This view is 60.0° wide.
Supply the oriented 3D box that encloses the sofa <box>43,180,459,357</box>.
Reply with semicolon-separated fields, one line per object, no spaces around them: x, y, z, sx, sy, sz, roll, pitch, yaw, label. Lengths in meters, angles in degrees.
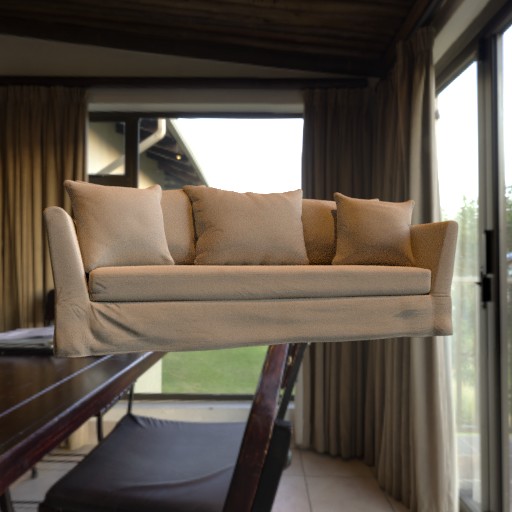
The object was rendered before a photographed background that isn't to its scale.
0.000;0.000;3.013;2.499;1.047;1.046;0;-1;-17;sofa
